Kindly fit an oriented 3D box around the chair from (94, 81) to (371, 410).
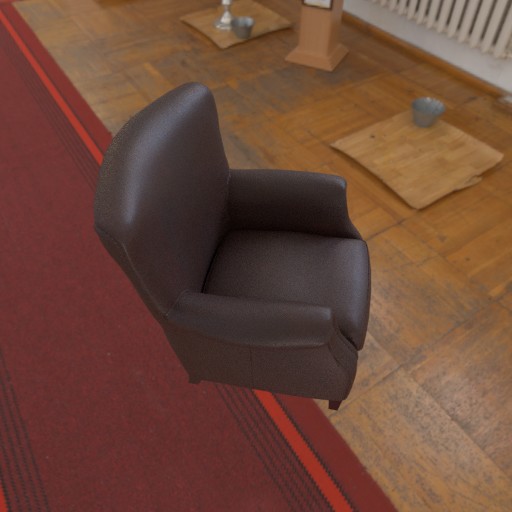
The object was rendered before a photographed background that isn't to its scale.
[{"bbox_3d":[0.000,0.000,1.382,0.746,0.800,0.700,9,48,8],"label":"chair"}]
